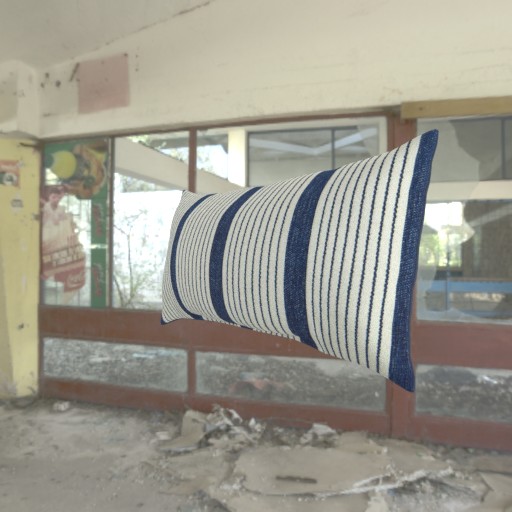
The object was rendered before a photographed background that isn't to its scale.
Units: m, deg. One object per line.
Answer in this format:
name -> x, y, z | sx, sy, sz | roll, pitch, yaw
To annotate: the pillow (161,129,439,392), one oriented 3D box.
pillow -> 0.000, 0.000, 0.719 | 0.156, 0.292, 0.608 | 0, 0, -37
